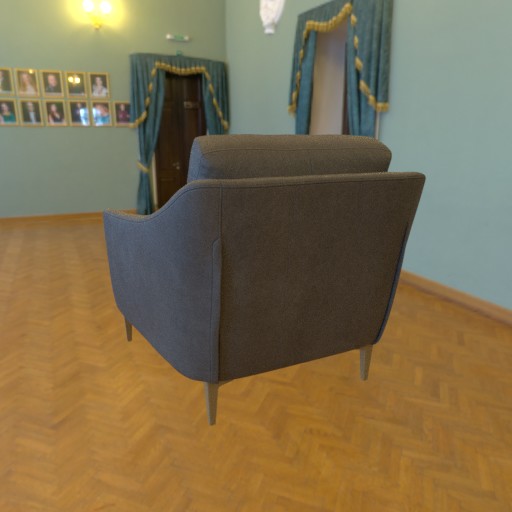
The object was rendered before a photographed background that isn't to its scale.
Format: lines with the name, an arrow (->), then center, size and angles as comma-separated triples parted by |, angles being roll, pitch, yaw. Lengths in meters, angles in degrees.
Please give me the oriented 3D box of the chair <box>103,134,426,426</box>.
chair -> 0.000, 0.000, 1.701 | 0.988, 0.901, 0.961 | -7, 17, -25
